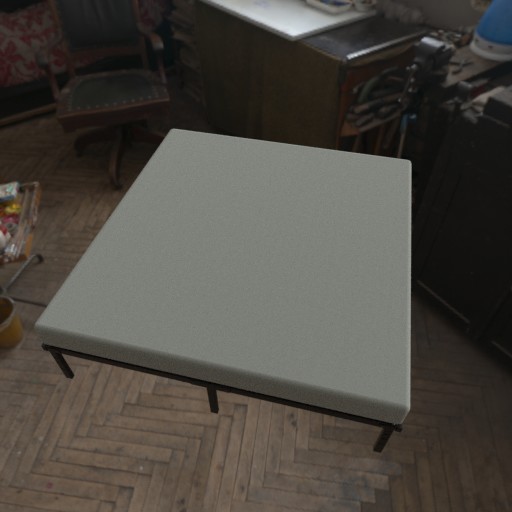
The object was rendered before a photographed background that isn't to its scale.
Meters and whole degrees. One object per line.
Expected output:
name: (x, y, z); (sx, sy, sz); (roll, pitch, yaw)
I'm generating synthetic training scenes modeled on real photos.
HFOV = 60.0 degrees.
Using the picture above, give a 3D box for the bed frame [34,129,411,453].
bed frame: (0.000, 0.000, 3.901); (2.526, 0.680, 2.635); (10, 48, 9)
